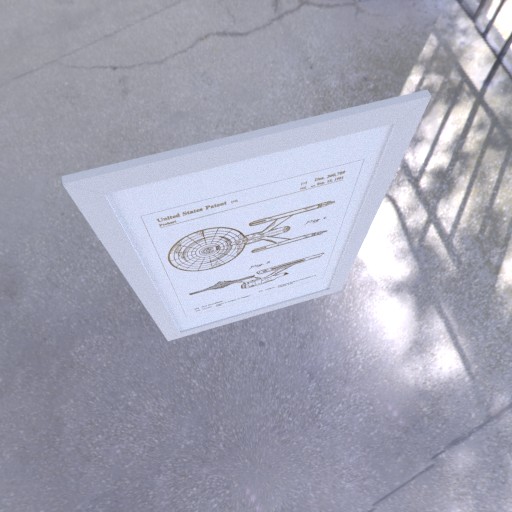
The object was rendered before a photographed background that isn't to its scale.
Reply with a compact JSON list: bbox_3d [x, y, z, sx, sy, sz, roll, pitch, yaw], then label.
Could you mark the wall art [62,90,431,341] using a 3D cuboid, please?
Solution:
[{"bbox_3d":[0.000,0.000,0.820,0.454,0.659,0.011,-15,65,-7],"label":"wall art"}]
